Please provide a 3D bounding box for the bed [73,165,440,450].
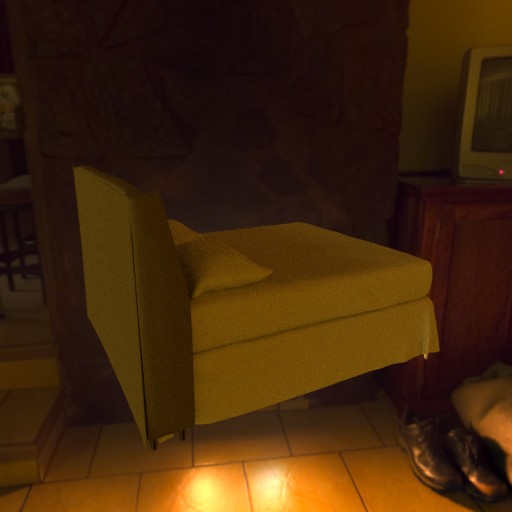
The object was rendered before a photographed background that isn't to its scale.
[{"bbox_3d":[0.000,0.000,3.360,2.276,1.332,1.925,-8,18,-27],"label":"bed"}]
